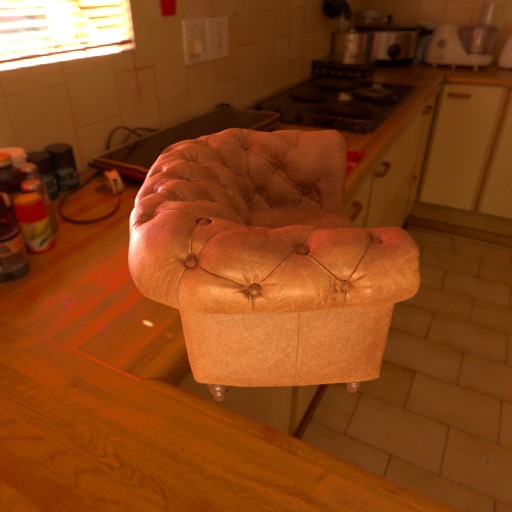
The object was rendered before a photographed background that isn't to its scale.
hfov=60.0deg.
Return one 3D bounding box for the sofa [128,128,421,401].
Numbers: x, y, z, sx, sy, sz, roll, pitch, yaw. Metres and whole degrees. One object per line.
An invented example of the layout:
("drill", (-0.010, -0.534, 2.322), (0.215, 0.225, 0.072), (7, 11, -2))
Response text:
("sofa", (0.000, 0.000, 2.091), (1.033, 0.878, 1.405), (-1, 32, -2))
